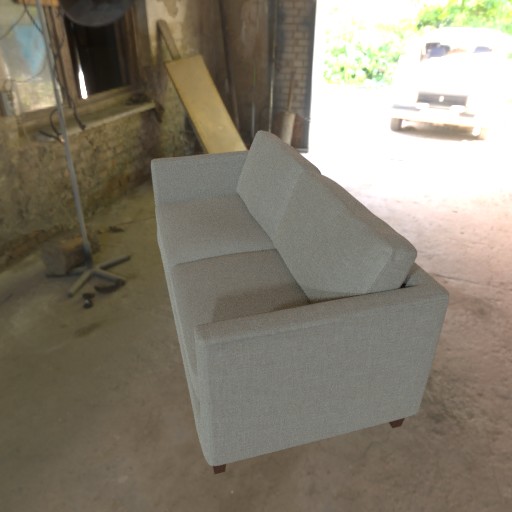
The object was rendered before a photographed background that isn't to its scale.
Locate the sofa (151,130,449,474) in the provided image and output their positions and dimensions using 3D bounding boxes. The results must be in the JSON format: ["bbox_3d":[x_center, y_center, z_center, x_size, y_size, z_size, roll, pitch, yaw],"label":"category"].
[{"bbox_3d":[0.000,0.000,2.381,0.951,0.947,1.884,-8,31,-14],"label":"sofa"}]
